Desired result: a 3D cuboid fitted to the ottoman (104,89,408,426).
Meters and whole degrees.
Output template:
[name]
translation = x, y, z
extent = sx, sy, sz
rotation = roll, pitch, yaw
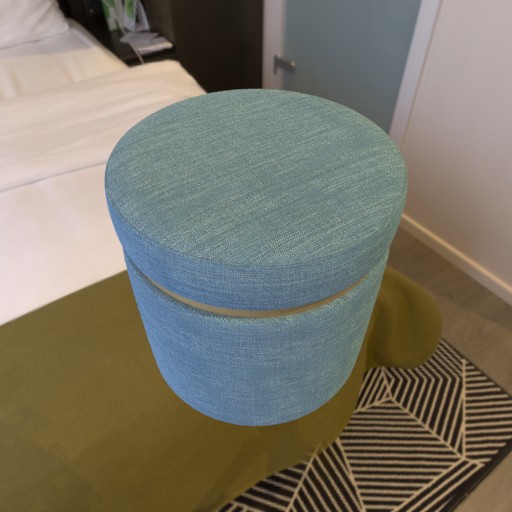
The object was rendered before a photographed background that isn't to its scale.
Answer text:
[ottoman]
translation = 0.000, 0.000, 0.719
extent = 0.398, 0.406, 0.398
rotation = 0, 46, 0
